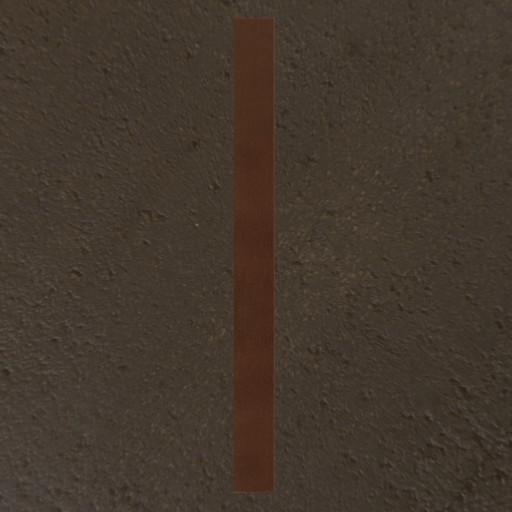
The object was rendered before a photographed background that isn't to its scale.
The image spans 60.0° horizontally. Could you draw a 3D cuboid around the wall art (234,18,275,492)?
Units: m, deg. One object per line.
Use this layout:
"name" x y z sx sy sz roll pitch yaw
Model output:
"wall art" 0.000 0.000 0.577 0.035 0.403 0.403 0 90 0
